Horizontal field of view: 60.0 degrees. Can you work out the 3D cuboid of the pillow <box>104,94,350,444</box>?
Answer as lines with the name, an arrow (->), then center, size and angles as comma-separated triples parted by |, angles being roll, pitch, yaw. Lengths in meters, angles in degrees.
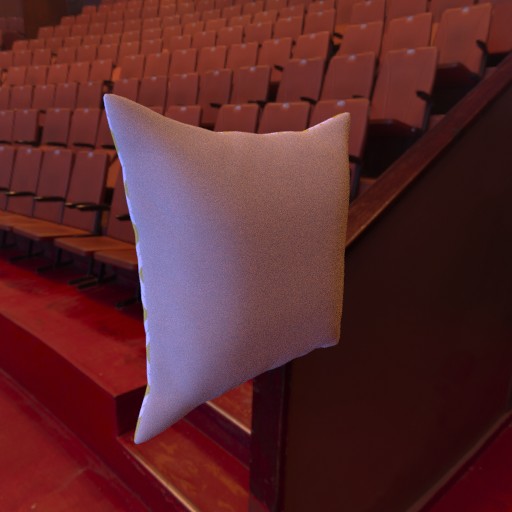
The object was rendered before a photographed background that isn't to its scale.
pillow -> 0.000, 0.000, 0.763 | 0.504, 0.494, 0.188 | -13, 20, -42
